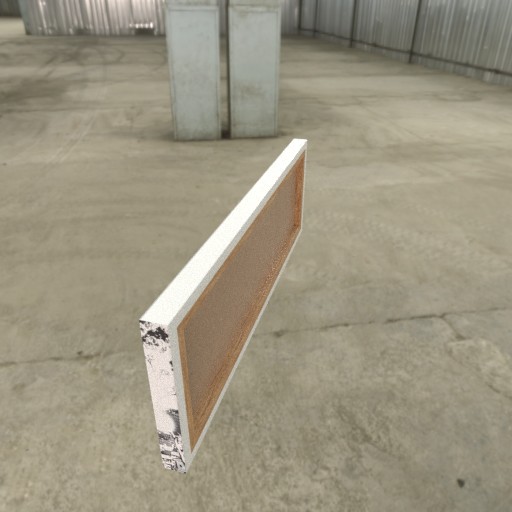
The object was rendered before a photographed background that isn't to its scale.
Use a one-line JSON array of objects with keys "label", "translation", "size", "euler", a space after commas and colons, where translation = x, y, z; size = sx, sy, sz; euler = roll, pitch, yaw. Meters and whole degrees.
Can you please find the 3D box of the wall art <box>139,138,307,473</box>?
[{"label": "wall art", "translation": [0.000, 0.000, 0.861], "size": [0.036, 0.256, 0.766], "euler": [9, 31, 15]}]
